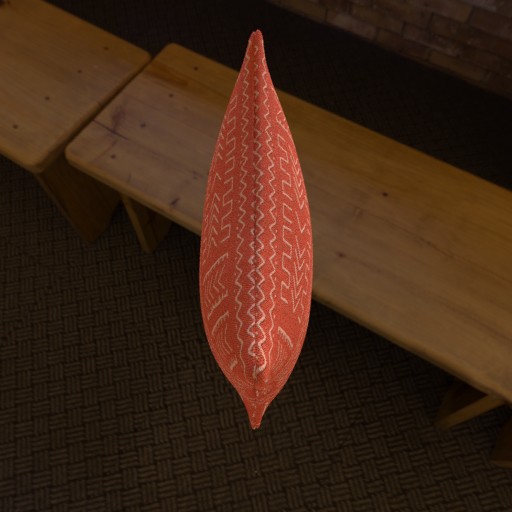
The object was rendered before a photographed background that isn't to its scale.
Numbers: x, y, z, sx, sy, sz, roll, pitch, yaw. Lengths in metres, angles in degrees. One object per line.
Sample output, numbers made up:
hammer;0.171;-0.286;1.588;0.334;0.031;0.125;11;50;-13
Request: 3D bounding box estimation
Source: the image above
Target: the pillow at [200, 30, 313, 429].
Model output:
pillow;0.000;0.000;0.646;0.164;0.429;0.438;0;64;0
